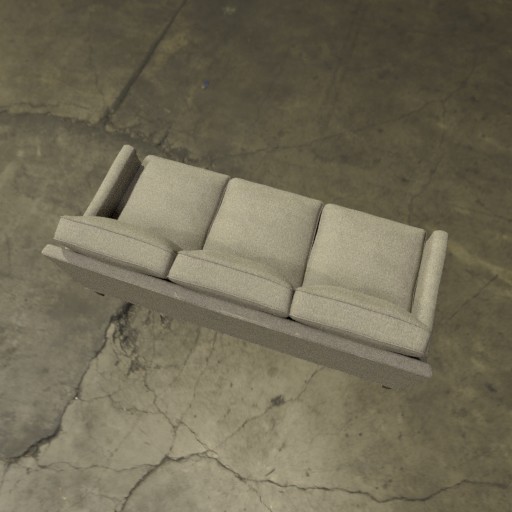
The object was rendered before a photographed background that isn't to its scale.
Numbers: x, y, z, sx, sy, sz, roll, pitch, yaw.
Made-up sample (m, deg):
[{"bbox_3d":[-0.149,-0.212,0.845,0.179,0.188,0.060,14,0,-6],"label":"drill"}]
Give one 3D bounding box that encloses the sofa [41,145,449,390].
[{"bbox_3d":[0.000,0.000,2.833,2.246,1.003,1.084,17,65,8],"label":"sofa"}]
